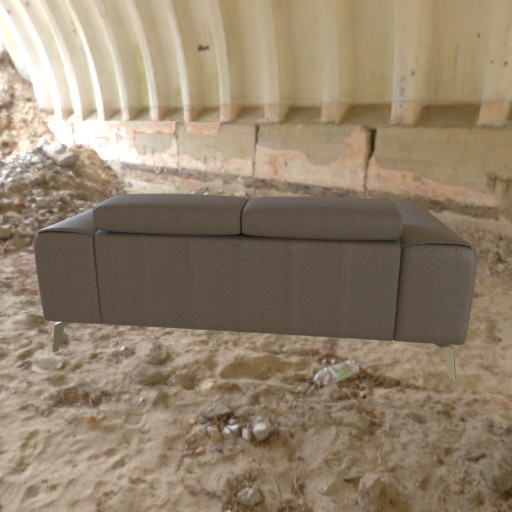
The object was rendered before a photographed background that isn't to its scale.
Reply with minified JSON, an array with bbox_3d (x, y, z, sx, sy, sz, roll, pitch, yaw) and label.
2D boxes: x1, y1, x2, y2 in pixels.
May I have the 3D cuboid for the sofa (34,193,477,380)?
[{"bbox_3d":[0.000,0.000,2.403,1.930,0.753,1.024,2,17,7],"label":"sofa"}]
